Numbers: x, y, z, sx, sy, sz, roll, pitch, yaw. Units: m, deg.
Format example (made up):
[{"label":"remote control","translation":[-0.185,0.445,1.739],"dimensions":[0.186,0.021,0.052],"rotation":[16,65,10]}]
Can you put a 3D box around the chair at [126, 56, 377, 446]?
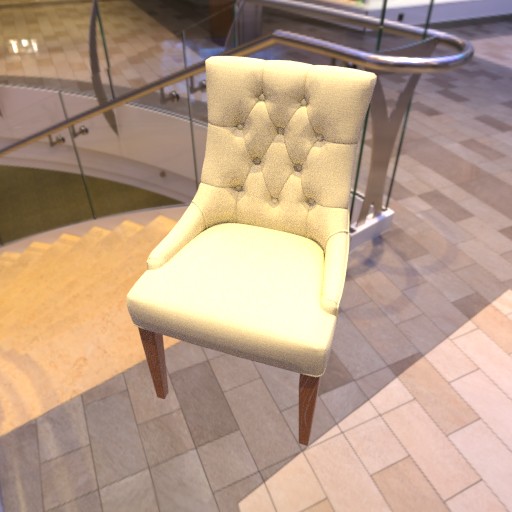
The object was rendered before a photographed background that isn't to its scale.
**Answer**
[{"label":"chair","translation":[0.000,0.000,1.201],"dimensions":[0.509,0.874,0.565],"rotation":[12,41,15]}]
